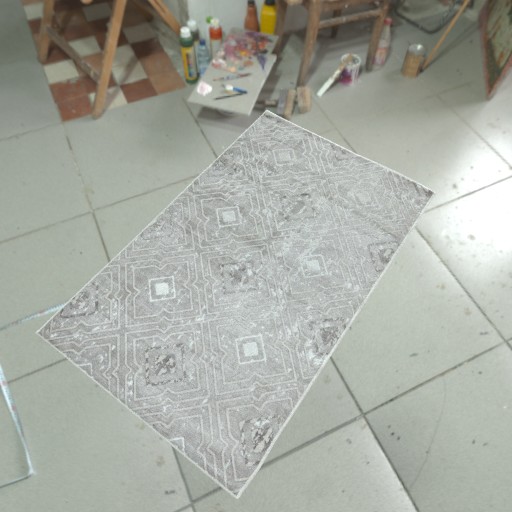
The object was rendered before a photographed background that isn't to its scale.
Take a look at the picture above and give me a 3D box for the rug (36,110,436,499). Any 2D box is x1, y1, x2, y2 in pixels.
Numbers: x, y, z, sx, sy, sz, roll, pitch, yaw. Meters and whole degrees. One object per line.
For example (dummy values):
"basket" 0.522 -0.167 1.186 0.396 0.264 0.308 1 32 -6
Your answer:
"rug" 0.000 0.000 2.972 1.537 0.036 2.447 31 63 18
